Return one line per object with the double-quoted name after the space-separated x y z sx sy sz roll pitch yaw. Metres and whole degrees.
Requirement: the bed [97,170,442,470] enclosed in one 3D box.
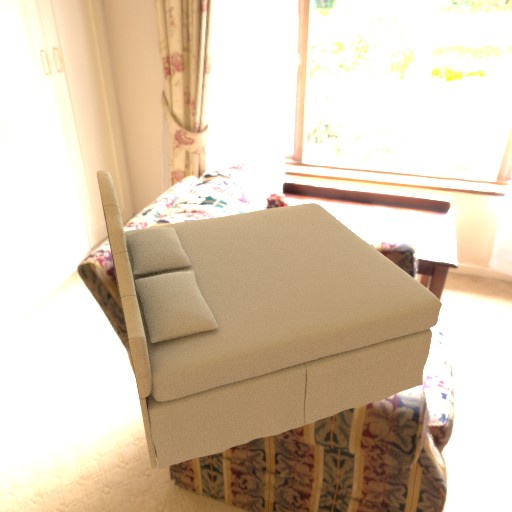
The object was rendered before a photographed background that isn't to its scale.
0.000 0.000 3.430 2.086 1.555 2.012 -11 31 -18 "bed"
